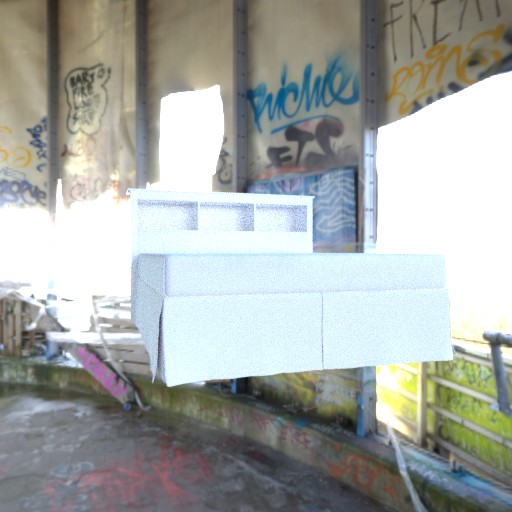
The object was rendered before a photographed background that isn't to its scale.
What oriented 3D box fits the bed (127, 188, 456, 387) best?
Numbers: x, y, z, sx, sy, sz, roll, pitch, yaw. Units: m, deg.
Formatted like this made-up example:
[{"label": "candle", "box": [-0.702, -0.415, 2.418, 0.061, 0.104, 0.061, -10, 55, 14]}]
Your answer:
[{"label": "bed", "box": [0.000, 0.000, 3.119, 1.671, 1.092, 2.133, 0, 1, -18]}]
